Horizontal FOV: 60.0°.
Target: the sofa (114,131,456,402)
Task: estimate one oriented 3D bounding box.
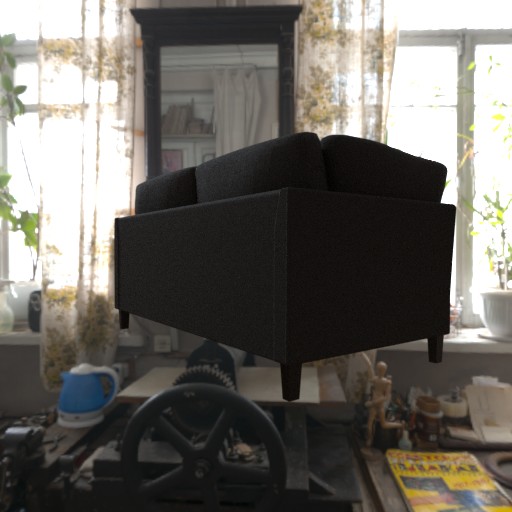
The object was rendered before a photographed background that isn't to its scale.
[{"bbox_3d":[0.000,0.000,2.367,0.969,0.920,1.751,-1,1,-36],"label":"sofa"}]
